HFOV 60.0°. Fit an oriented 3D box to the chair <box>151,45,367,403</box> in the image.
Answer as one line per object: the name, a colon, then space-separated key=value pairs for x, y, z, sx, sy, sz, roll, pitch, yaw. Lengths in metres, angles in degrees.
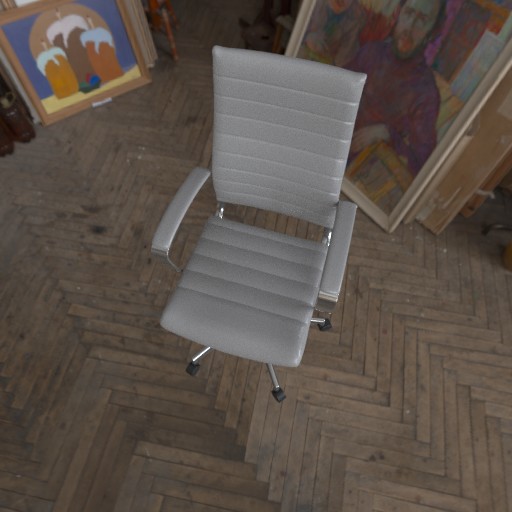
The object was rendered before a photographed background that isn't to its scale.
chair: x=0.000 y=0.000 z=1.565 sx=0.679 sy=1.149 sz=0.667 roll=15 pitch=59 yaw=9
